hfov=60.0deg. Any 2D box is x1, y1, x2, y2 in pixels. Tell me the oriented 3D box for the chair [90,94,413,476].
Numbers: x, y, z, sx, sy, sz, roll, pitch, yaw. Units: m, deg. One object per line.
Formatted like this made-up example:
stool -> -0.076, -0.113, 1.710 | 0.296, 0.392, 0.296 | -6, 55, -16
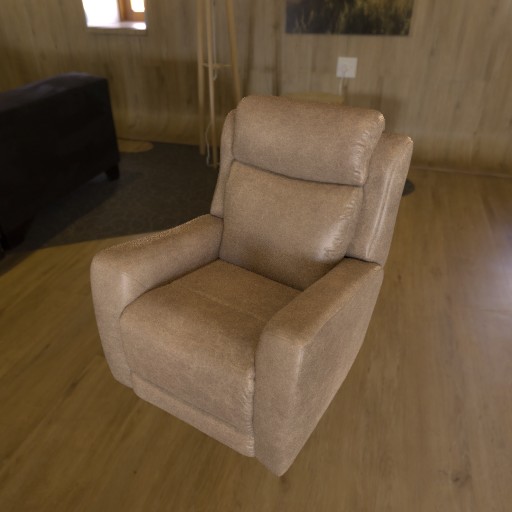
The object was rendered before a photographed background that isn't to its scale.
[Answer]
chair -> 0.000, 0.000, 1.881 | 0.965, 1.116, 1.068 | 19, 36, 28
